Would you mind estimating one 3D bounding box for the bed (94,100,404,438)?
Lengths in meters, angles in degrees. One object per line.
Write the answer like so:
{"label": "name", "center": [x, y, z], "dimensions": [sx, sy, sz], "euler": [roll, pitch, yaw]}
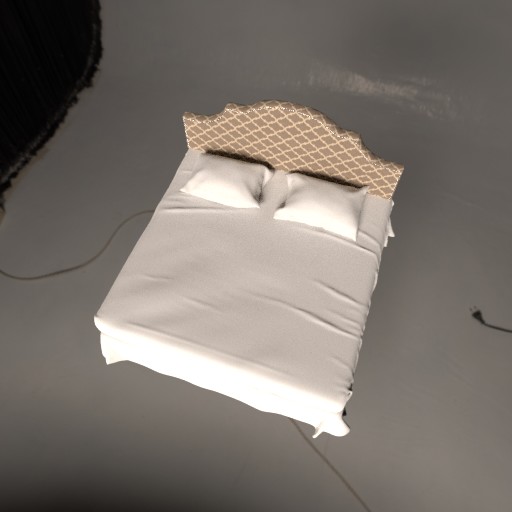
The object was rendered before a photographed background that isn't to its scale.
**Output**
{"label": "bed", "center": [0.000, 0.000, 3.703], "dimensions": [2.314, 1.601, 2.222], "euler": [16, 61, 9]}
